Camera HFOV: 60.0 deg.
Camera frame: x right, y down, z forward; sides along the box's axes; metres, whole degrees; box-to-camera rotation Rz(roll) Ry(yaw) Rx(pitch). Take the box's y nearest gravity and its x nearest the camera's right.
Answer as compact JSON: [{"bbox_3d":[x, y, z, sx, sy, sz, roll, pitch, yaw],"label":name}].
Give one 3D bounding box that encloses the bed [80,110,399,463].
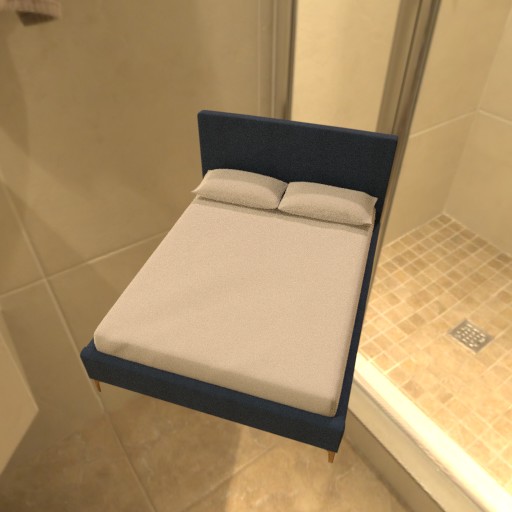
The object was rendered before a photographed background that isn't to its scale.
[{"bbox_3d":[0.000,0.000,3.325,1.723,1.231,2.172,12,42,13],"label":"bed"}]
